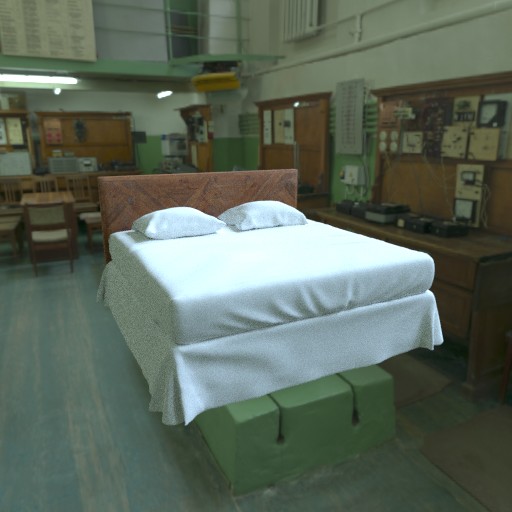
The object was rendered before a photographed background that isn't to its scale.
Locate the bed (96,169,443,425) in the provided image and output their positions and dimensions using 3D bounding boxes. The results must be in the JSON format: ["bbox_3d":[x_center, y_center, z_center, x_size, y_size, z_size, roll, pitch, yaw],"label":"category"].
[{"bbox_3d":[0.000,0.000,3.540,2.255,1.158,2.165,-8,17,-26],"label":"bed"}]
